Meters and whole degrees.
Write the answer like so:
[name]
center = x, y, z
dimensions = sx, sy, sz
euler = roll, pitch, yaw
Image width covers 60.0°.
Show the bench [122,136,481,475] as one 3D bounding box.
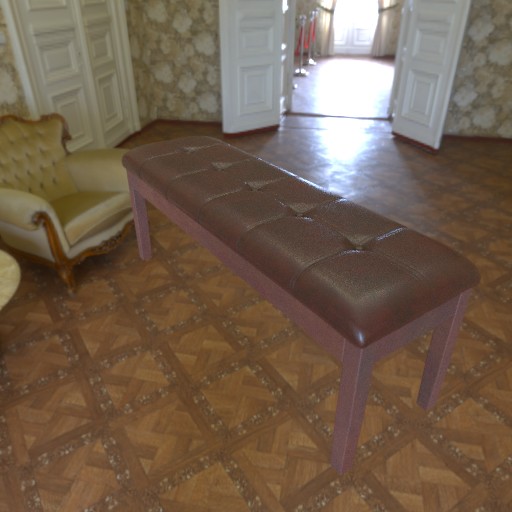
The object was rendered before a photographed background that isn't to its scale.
[bench]
center = 0.000, 0.000, 1.448
dimensions = 0.401, 0.491, 1.259
euler = -20, 36, -29
